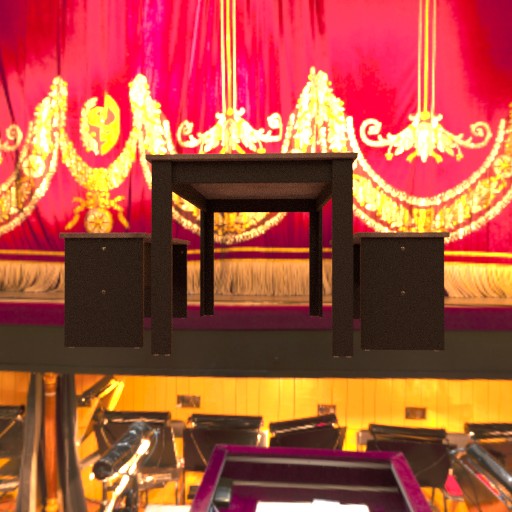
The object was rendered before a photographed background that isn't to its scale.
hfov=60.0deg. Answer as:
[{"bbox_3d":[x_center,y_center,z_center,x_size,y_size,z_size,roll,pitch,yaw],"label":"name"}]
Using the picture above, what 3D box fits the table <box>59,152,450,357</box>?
[{"bbox_3d":[0.000,0.000,2.065,1.443,0.700,1.100,0,0,3],"label":"table"}]
